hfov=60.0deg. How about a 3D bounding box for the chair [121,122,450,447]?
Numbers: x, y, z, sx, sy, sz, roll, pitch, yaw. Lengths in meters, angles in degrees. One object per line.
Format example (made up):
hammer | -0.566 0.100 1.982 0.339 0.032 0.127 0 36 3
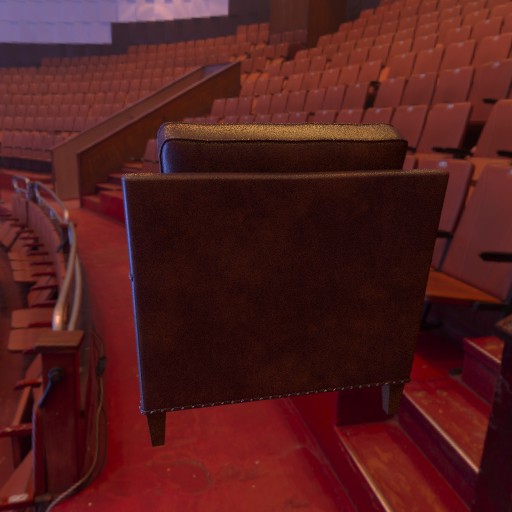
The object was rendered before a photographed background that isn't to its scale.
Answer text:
chair | 0.000 0.000 1.648 0.853 0.929 1.014 -3 15 -12
